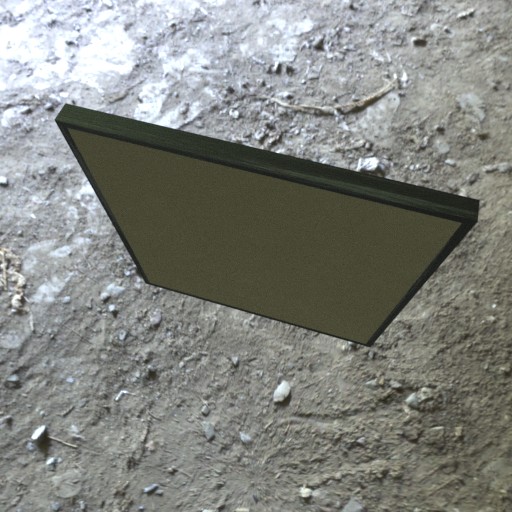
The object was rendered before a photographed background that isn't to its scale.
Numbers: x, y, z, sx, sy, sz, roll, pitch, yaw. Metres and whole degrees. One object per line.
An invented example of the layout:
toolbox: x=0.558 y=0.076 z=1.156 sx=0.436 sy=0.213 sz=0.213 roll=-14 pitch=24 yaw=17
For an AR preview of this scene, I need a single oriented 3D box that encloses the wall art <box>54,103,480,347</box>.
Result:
wall art: x=0.000 y=0.000 z=1.114 sx=0.762 sy=0.758 sz=0.043 roll=15 pitch=64 yaw=7
